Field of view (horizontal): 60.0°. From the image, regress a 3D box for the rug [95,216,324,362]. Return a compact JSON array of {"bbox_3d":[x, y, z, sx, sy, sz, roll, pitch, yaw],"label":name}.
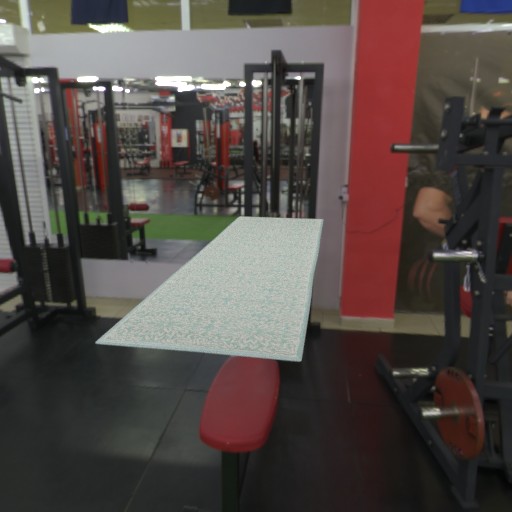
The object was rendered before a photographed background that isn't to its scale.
[{"bbox_3d":[0.000,0.000,2.405,0.662,0.011,2.196,3,16,10],"label":"rug"}]
